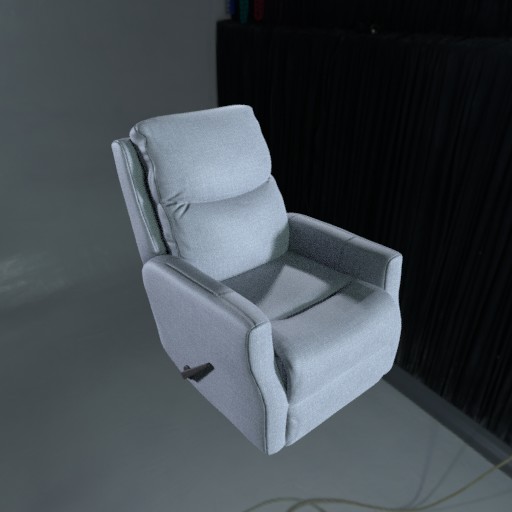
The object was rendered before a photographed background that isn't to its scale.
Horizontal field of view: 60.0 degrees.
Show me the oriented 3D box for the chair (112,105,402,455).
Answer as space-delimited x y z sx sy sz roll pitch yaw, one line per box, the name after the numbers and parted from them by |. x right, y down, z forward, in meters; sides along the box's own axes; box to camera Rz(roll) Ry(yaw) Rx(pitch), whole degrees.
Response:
0.000 0.000 1.816 0.829 1.030 1.080 -21 36 -33 | chair
